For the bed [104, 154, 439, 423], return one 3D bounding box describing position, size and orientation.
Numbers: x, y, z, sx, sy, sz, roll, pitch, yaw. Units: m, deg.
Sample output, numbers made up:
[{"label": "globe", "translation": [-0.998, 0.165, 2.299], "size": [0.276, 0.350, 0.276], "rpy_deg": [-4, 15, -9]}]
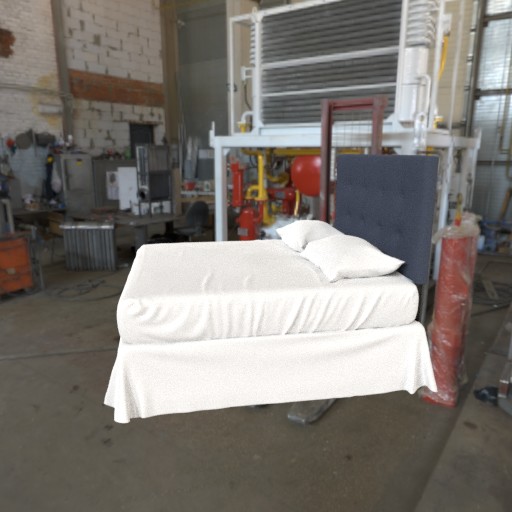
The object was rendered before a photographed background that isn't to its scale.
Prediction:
[{"label": "bed", "translation": [0.000, 0.000, 3.536], "size": [2.222, 1.577, 1.936], "rpy_deg": [-2, 14, -9]}]
